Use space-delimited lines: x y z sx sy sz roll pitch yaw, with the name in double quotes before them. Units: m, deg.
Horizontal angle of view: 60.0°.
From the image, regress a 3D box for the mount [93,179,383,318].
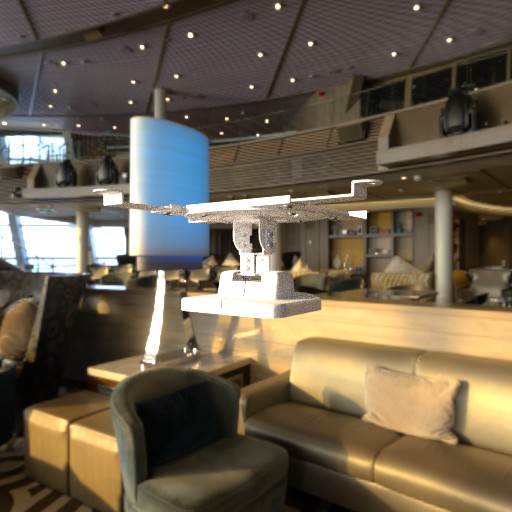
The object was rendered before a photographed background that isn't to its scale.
"mount" 0.000 0.000 0.593 0.394 0.141 0.394 0 0 36
